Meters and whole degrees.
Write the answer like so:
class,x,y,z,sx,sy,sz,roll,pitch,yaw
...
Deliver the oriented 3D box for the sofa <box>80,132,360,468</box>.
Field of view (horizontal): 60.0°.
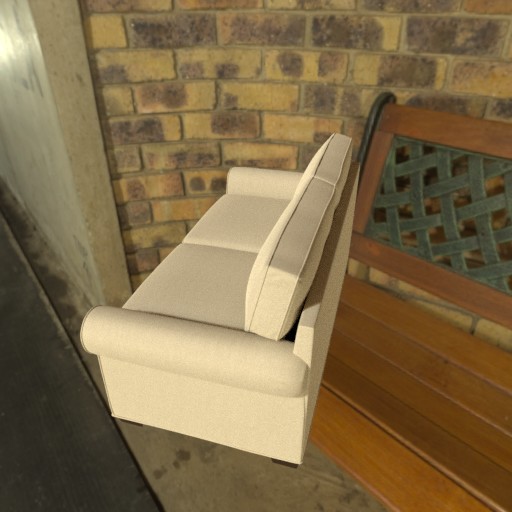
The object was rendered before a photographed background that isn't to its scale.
class,x,y,z,sx,sy,sz,roll,pitch,yaw
sofa,0.000,0.000,2.286,0.861,0.933,1.774,9,32,14
